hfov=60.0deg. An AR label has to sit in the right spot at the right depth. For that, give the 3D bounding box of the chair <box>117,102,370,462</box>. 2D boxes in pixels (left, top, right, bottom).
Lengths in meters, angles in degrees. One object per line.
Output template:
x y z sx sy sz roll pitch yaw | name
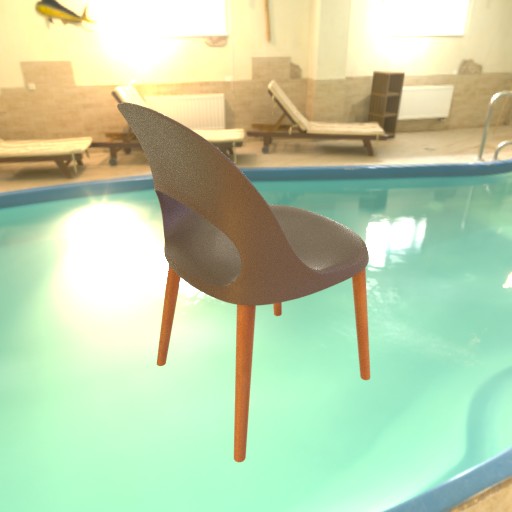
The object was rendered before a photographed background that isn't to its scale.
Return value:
0.000 0.000 1.149 0.556 0.795 0.470 -19 32 -32 | chair
